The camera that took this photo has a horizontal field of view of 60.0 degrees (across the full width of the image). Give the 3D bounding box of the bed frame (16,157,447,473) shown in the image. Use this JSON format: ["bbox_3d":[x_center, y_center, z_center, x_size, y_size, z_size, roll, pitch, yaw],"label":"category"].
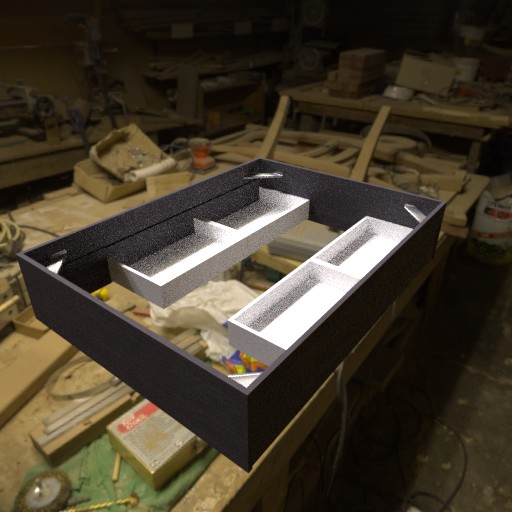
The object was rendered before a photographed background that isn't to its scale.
[{"bbox_3d":[0.000,0.000,2.532,1.448,0.459,1.944,21,36,32],"label":"bed frame"}]
